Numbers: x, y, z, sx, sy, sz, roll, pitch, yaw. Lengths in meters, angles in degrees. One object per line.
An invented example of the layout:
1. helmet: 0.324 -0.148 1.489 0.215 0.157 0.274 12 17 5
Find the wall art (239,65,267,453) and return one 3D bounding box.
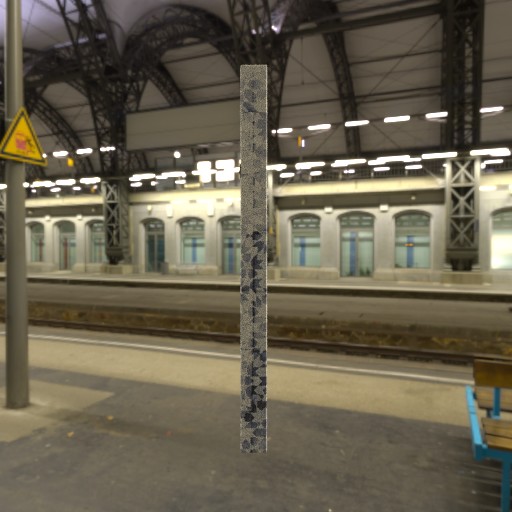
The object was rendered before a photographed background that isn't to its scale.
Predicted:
1. wall art: 0.000 0.000 0.764 0.030 0.406 0.608 0 1 1
